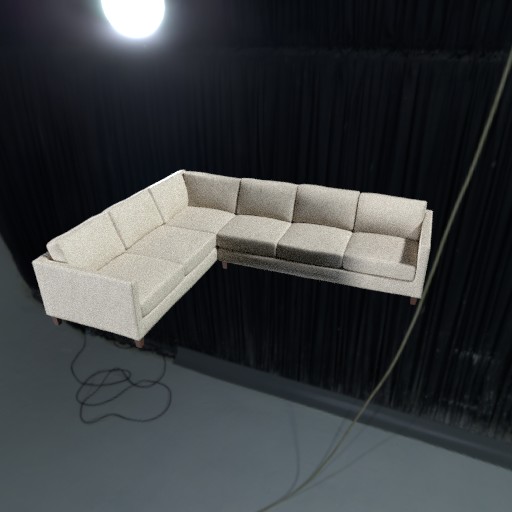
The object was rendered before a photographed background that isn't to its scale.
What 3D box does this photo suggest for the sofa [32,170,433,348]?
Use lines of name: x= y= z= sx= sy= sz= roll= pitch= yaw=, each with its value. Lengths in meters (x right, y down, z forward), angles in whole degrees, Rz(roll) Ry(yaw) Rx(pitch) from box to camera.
sofa: x=0.000 y=0.000 z=4.384 sx=3.182 sy=0.863 sz=2.432 roll=10 pitch=30 yaw=18
